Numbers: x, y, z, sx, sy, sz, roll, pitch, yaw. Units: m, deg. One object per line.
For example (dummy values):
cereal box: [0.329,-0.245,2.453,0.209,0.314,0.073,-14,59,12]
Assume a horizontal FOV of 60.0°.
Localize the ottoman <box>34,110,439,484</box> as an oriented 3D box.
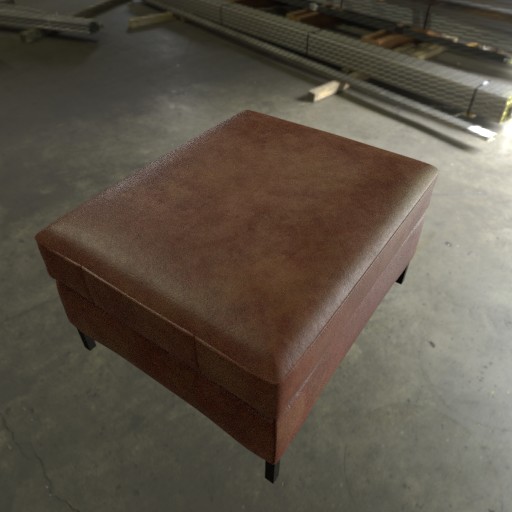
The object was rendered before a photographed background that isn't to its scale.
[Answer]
ottoman: [0.000,0.000,1.753,0.965,0.667,1.186,25,48,25]
